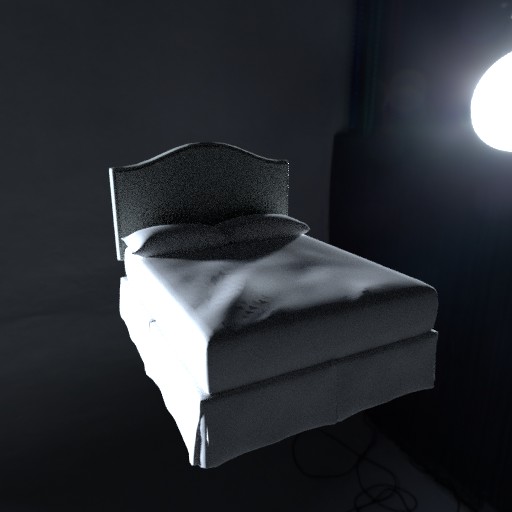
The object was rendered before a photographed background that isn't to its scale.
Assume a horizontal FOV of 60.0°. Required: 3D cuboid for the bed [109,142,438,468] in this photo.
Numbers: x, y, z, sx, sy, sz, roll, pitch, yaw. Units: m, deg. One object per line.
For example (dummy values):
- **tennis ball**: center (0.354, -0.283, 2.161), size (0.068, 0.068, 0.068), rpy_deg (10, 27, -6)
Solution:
- **bed**: center (0.000, 0.000, 3.395), size (1.813, 1.607, 2.180), rpy_deg (-8, 19, -26)
